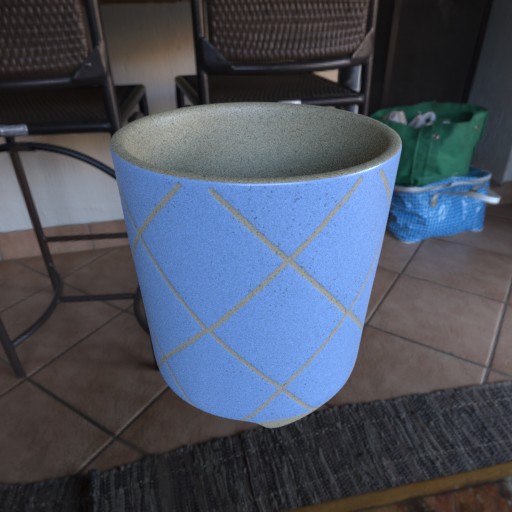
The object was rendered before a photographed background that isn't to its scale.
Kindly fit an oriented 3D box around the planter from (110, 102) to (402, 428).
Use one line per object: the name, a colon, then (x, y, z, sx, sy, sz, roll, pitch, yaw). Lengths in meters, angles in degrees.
planter: (0.000, 0.000, 0.417, 0.227, 0.235, 0.227, 0, 31, 0)
